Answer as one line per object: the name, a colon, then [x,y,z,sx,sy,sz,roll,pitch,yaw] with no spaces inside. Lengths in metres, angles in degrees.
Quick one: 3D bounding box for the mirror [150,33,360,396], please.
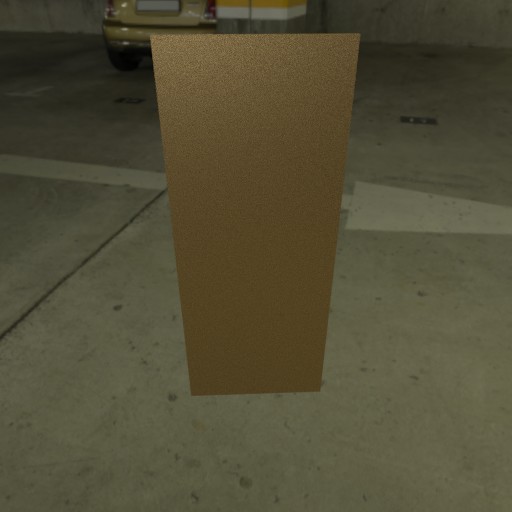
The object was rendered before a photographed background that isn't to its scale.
mirror: [0.000,0.000,2.261,0.812,2.031,0.025,-1,32,-2]
